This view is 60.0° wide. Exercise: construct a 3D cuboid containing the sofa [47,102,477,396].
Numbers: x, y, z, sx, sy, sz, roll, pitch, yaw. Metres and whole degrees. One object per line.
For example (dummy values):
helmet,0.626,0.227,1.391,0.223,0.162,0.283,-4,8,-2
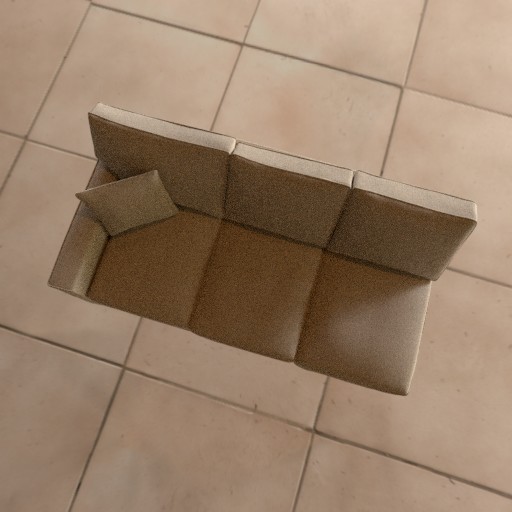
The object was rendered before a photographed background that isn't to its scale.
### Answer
sofa,0.000,0.000,2.472,1.962,0.946,1.034,16,77,4
